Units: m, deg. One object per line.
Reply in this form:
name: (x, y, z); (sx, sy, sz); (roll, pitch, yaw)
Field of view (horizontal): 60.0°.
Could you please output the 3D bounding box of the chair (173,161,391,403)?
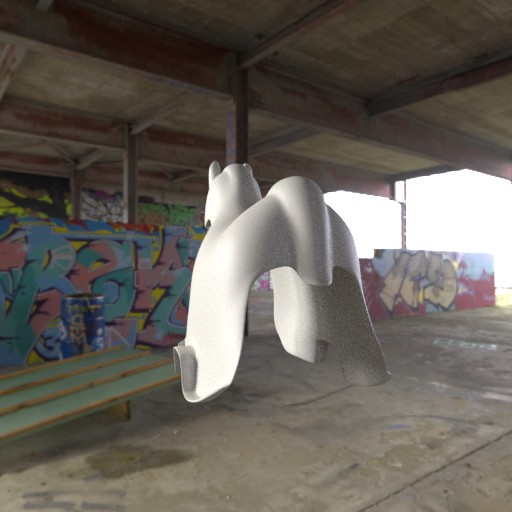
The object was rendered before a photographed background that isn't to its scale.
chair: (0.000, 0.000, 1.164); (0.429, 0.612, 0.800); (0, -1, -18)
